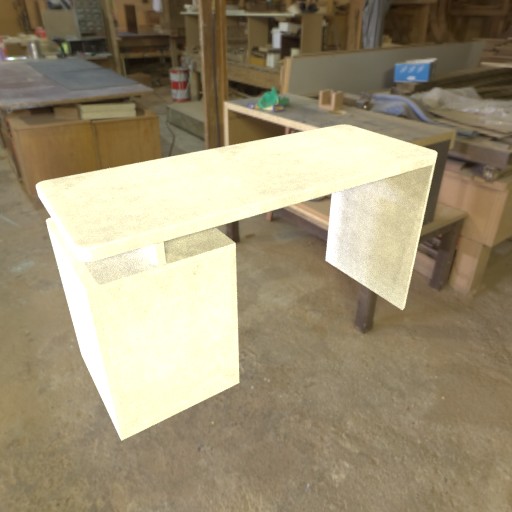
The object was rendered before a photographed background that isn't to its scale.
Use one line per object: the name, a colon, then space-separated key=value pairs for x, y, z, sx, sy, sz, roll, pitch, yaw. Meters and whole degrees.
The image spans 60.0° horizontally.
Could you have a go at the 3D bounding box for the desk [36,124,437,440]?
desk: x=0.000 y=0.000 z=1.793 sx=1.400 sy=0.755 sz=0.550 roll=-19 pitch=35 yaw=-28
